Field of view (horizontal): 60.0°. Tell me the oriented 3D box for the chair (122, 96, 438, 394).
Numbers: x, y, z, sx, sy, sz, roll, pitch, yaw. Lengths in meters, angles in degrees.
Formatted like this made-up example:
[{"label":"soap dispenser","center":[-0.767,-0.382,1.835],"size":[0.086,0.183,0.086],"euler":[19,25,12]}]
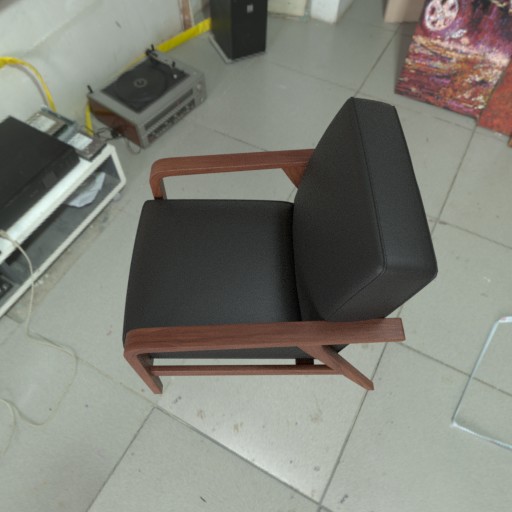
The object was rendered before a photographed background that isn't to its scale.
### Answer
[{"label":"chair","center":[0.000,0.000,1.497],"size":[0.889,0.861,0.719],"euler":[-1,58,0]}]
